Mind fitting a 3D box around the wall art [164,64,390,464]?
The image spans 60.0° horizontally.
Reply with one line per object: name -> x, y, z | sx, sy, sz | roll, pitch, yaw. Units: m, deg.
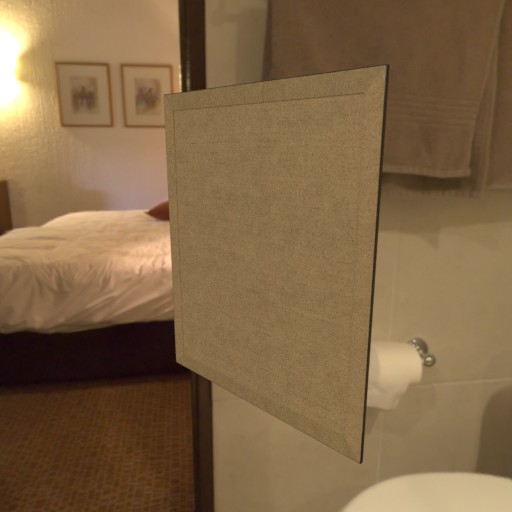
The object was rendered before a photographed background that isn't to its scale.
wall art -> 0.000, 0.000, 0.626 | 0.381, 0.457, 0.023 | 13, 19, 43
